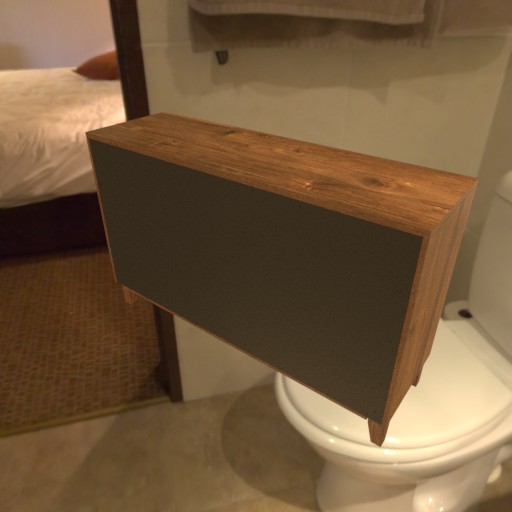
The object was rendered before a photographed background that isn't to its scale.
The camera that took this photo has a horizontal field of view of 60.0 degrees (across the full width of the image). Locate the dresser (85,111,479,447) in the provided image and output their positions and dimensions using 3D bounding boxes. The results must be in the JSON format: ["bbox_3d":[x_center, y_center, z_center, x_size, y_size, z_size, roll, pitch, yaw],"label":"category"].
[{"bbox_3d":[0.000,0.000,1.807,1.400,0.873,0.446,22,37,31],"label":"dresser"}]
